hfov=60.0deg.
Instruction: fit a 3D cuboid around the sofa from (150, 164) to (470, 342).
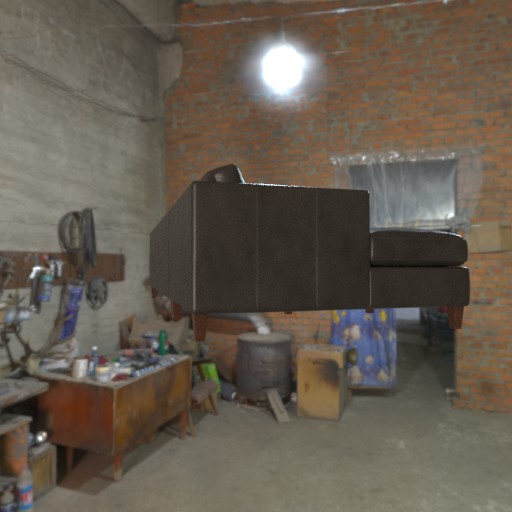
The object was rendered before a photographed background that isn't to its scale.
[{"bbox_3d":[0.000,0.000,3.776,1.581,0.883,3.203,0,-2,-17],"label":"sofa"}]
